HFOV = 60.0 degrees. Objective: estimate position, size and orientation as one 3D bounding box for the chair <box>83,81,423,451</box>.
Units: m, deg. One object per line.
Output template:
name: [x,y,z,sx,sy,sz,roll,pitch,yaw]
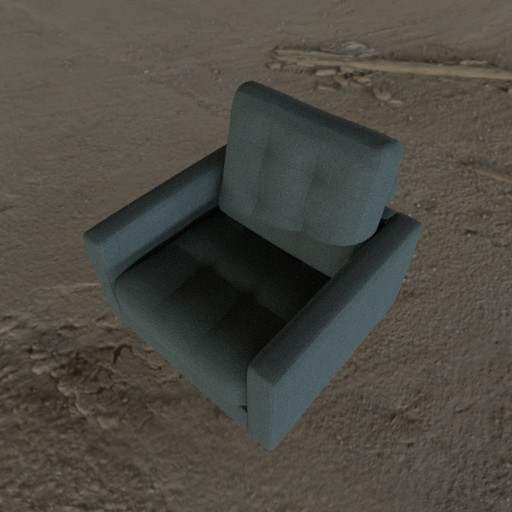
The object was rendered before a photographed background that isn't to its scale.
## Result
chair: [0.000,0.000,1.538,0.821,0.880,0.843,33,55,26]
